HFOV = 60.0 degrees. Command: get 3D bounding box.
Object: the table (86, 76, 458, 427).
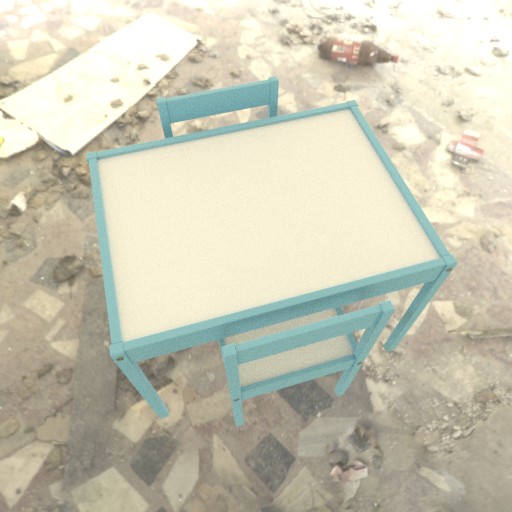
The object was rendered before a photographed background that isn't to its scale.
[{"bbox_3d":[0.000,0.000,1.068,0.639,0.503,0.633,-14,59,-9],"label":"table"}]
